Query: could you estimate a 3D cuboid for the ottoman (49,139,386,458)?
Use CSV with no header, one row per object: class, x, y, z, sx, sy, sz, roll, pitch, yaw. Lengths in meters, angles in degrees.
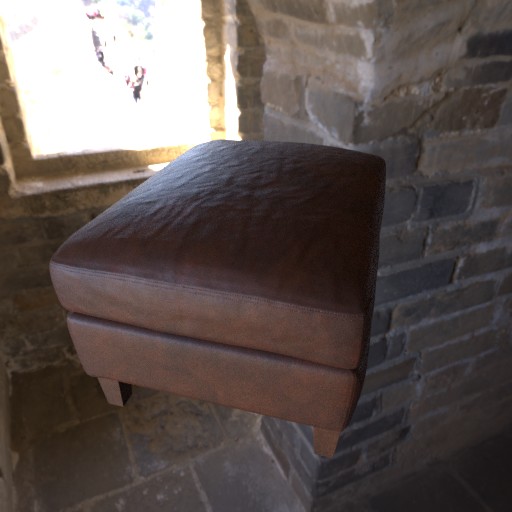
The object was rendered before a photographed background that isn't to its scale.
ottoman,0.000,0.000,1.243,0.659,0.527,0.887,8,32,14
